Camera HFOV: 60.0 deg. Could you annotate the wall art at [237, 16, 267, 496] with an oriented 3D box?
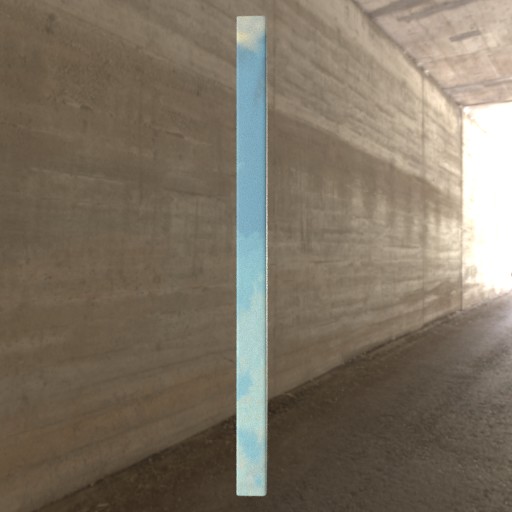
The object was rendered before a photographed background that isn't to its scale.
[{"bbox_3d":[0.000,0.000,0.761,0.038,0.610,0.401,0,0,2],"label":"wall art"}]
